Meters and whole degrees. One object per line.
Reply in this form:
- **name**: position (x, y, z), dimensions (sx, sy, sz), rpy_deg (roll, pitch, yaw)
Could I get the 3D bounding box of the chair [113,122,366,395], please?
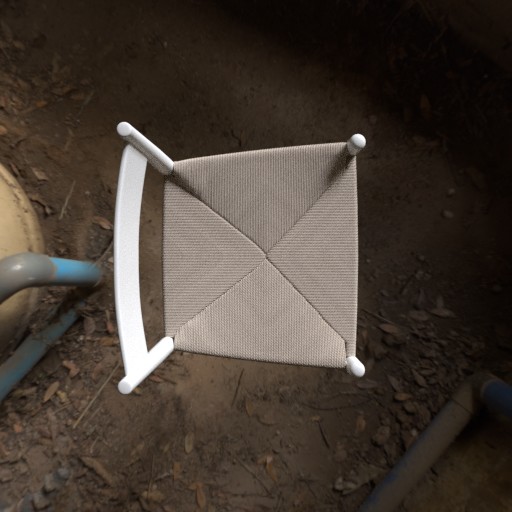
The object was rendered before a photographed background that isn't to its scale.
- **chair**: position (0.000, 0.000, 1.110), dimensions (0.495, 0.762, 0.556), rpy_deg (0, 91, -1)
